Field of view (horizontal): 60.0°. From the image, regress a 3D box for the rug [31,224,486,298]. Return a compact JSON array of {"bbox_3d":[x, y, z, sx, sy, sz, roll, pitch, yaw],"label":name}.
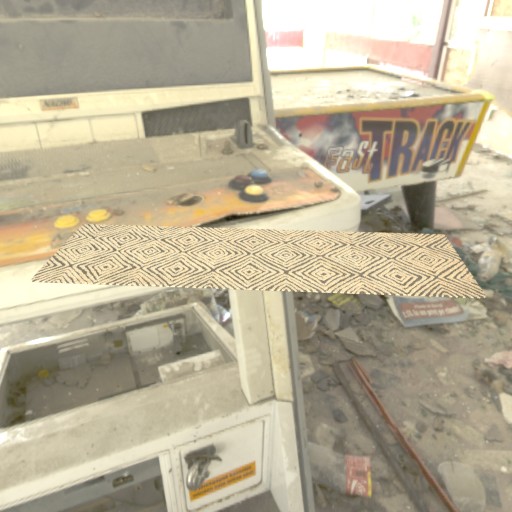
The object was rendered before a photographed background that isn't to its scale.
[{"bbox_3d":[0.000,0.000,2.496,2.277,0.008,0.676,2,30,3],"label":"rug"}]
